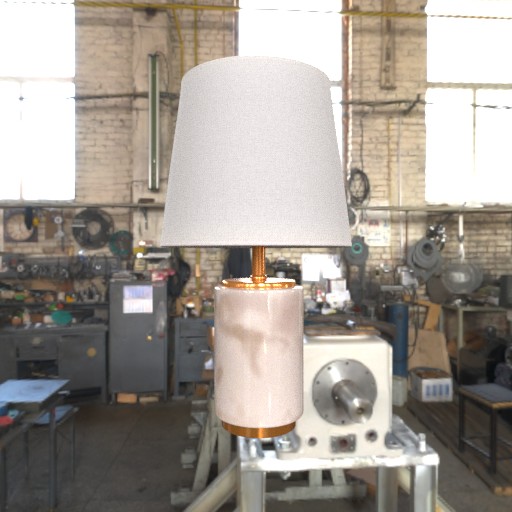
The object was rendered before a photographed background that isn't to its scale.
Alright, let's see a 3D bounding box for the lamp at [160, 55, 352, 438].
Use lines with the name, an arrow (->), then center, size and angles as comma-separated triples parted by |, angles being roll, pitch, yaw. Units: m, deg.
lamp -> 0.000, 0.000, 0.448 | 0.189, 0.340, 0.189 | 0, 0, 0
